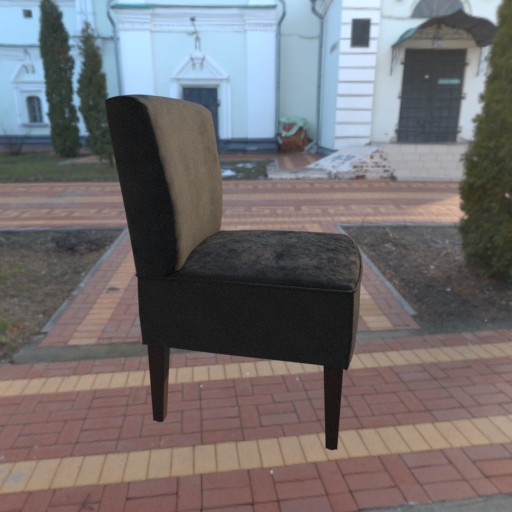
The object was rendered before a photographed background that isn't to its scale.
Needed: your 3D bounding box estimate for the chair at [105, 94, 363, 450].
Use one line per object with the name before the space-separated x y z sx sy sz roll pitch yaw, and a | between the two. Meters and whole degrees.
chair | 0.000 0.000 1.188 0.554 0.806 0.521 3 17 9
